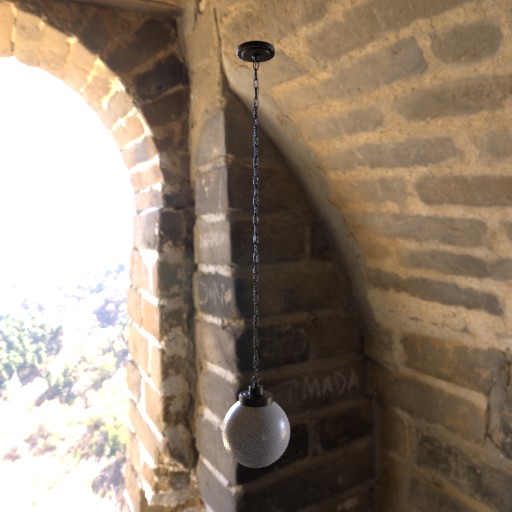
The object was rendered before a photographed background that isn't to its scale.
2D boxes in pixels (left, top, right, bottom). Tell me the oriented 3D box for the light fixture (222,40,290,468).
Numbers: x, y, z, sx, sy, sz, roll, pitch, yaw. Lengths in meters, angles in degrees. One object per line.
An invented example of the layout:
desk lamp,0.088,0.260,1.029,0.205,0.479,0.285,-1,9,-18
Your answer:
light fixture,0.000,0.000,1.996,0.305,1.867,0.304,0,-1,16
